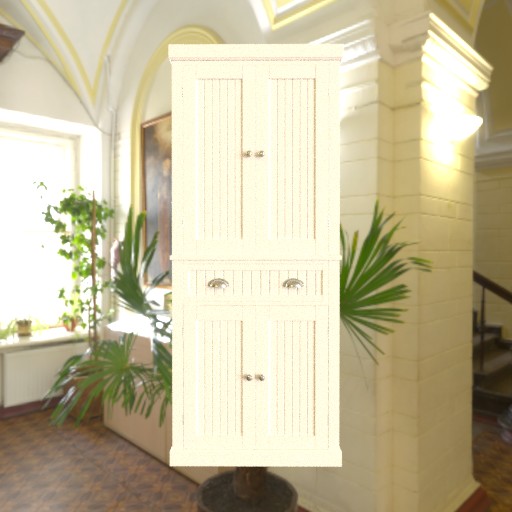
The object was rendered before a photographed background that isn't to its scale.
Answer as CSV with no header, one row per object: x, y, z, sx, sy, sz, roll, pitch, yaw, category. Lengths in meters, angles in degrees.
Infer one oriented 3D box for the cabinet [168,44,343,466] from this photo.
0.000,0.000,2.101,0.754,1.829,0.390,0,1,0,cabinet
